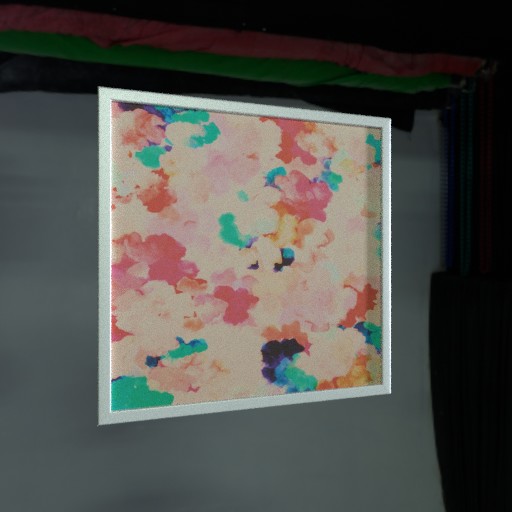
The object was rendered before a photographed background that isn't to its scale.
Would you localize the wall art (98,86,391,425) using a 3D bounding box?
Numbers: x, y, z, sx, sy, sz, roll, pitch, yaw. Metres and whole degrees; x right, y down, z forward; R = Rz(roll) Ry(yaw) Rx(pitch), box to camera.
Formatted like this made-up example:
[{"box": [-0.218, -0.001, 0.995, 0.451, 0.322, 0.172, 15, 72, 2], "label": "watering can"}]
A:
[{"box": [0.000, 0.000, 0.755, 0.506, 0.505, 0.038, 0, 0, -18], "label": "wall art"}]
